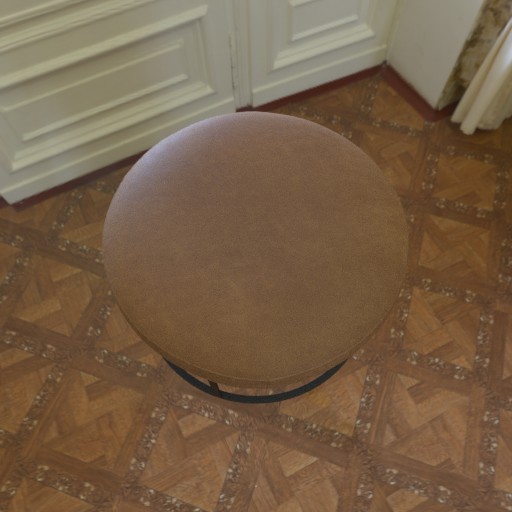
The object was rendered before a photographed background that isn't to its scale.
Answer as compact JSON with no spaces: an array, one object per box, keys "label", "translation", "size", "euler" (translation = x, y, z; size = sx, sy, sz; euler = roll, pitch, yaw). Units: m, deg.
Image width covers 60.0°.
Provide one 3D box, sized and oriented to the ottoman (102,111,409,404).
[{"label":"ottoman","translation":[0.000,0.000,1.261],"size":[0.771,0.460,0.771],"euler":[0,63,0]}]
